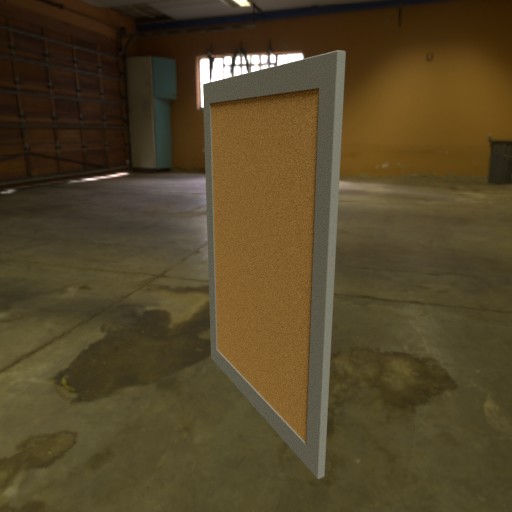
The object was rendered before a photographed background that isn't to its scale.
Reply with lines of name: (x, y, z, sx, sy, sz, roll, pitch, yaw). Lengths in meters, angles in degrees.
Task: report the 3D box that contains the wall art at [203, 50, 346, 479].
wall art: (0.000, 0.000, 0.683, 0.012, 0.529, 0.374, -8, 18, -27)
